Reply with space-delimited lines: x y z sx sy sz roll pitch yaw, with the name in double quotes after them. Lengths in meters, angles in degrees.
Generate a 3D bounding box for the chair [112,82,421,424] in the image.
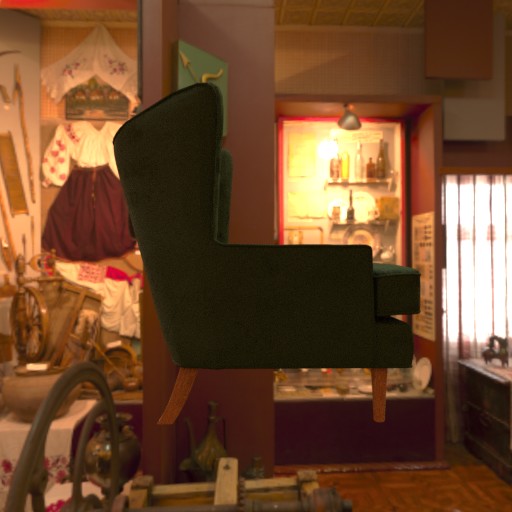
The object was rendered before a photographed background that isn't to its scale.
0.000 0.000 1.588 0.910 0.952 0.793 0 0 -1 "chair"
